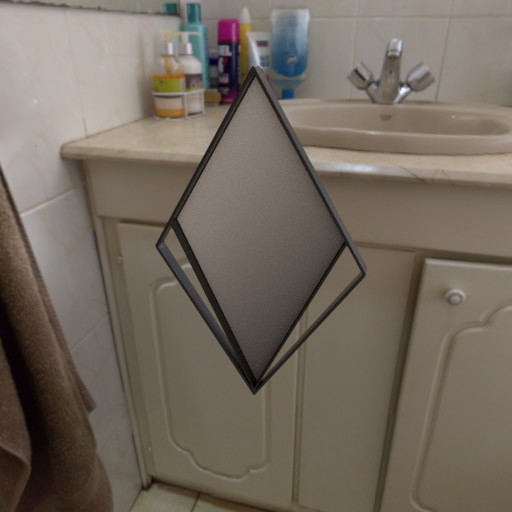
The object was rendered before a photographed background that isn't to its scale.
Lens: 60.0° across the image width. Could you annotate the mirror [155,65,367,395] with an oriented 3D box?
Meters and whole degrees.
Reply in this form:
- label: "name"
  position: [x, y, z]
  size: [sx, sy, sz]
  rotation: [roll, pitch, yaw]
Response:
- label: "mirror"
  position: [0.000, 0.000, 0.858]
  size: [0.419, 0.679, 0.032]
  rotation: [8, 27, 15]
